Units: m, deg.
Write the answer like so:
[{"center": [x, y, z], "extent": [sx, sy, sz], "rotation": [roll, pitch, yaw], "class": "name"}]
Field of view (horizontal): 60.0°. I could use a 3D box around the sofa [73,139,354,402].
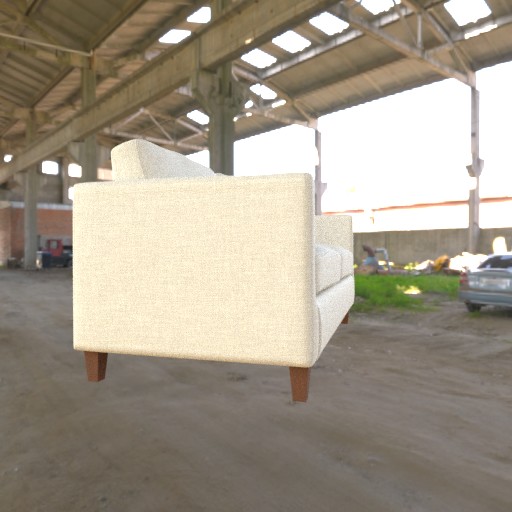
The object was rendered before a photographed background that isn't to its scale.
[{"center": [0.000, 0.000, 2.422], "extent": [0.950, 0.963, 1.838], "rotation": [0, 1, 16], "class": "sofa"}]
